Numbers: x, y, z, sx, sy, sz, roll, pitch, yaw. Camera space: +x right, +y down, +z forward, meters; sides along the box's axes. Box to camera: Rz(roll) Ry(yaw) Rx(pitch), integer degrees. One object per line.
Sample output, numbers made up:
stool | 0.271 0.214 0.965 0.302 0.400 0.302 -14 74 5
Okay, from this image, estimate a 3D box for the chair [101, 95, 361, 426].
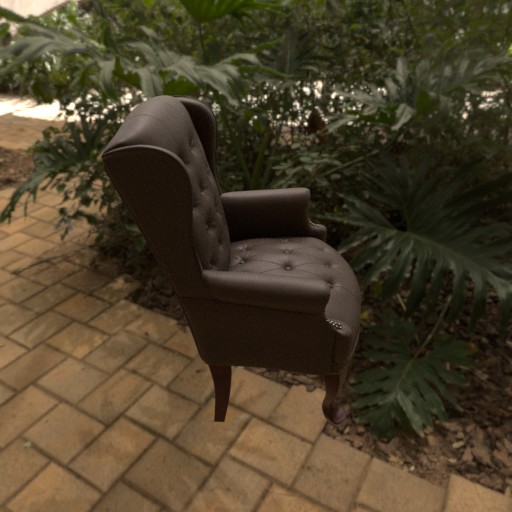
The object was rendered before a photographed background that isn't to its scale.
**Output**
chair | 0.000 0.000 1.683 0.819 1.132 0.829 1 30 1
